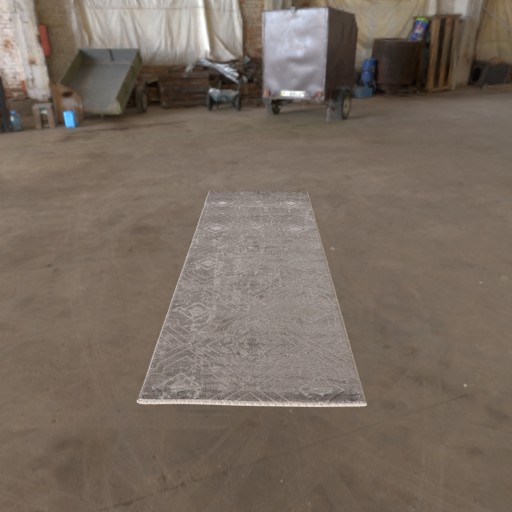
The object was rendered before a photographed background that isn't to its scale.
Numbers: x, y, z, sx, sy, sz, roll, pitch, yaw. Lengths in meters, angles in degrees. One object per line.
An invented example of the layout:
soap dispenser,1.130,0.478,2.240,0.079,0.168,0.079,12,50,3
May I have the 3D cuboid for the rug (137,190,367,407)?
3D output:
rug,0.000,0.000,2.655,0.832,0.035,2.381,0,27,1
